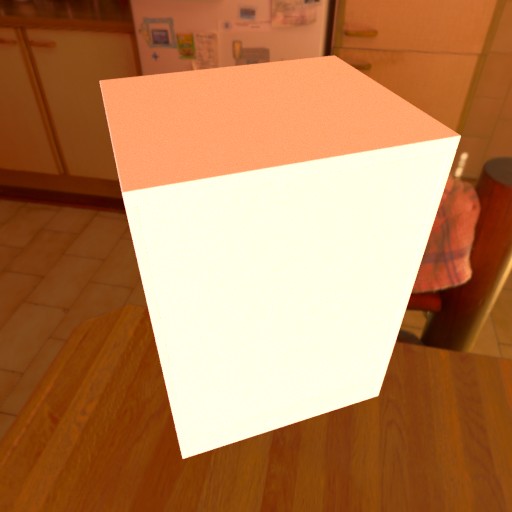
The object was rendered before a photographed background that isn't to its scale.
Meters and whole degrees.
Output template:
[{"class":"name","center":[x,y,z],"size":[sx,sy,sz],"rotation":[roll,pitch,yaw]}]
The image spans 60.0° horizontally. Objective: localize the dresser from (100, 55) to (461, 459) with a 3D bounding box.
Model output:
[{"class":"dresser","center":[0.000,0.000,0.795],"size":[0.400,0.560,0.360],"rotation":[-12,42,-14]}]
